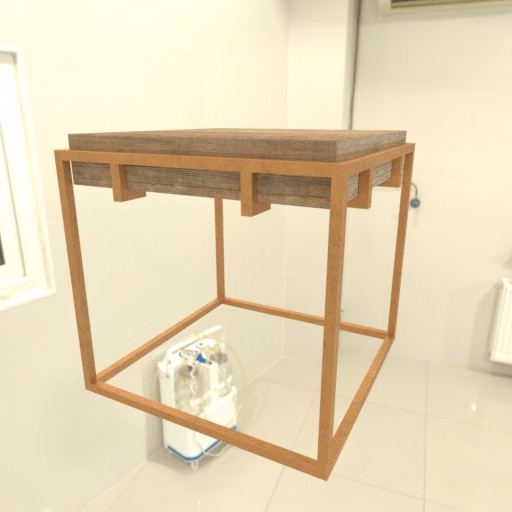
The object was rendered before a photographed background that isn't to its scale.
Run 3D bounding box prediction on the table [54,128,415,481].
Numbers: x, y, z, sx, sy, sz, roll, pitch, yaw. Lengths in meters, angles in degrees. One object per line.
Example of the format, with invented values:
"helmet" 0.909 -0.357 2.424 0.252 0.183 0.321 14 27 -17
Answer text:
"table" 0.000 0.000 1.084 0.599 0.584 0.599 9 19 26
